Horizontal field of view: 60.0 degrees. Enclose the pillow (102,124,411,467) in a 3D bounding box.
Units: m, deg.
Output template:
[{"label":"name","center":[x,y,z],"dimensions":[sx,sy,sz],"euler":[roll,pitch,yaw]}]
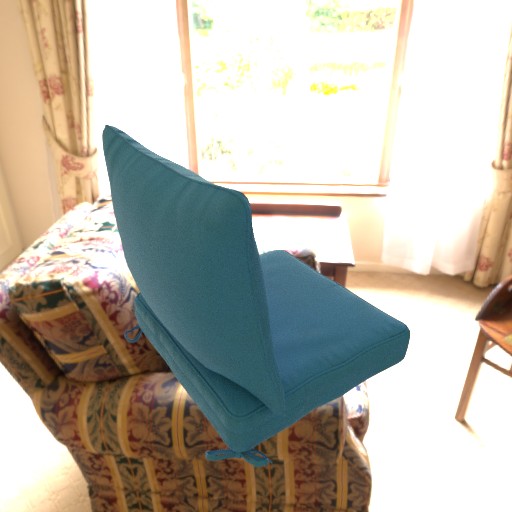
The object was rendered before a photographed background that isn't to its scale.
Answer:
[{"label":"pillow","center":[0.000,0.000,1.334],"dimensions":[0.733,0.725,0.798],"euler":[-18,32,-30]}]
